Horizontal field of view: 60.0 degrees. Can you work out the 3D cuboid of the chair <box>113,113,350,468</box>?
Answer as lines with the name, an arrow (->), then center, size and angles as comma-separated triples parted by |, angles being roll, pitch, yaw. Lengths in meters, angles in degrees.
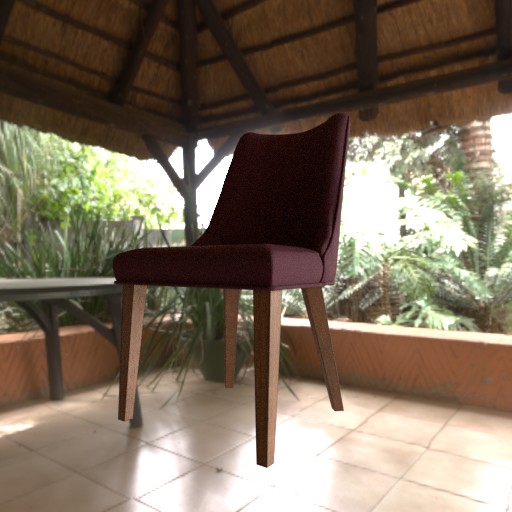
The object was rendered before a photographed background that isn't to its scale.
chair -> 0.000, 0.000, 1.347 | 0.548, 0.916, 0.638 | -1, -1, 36
